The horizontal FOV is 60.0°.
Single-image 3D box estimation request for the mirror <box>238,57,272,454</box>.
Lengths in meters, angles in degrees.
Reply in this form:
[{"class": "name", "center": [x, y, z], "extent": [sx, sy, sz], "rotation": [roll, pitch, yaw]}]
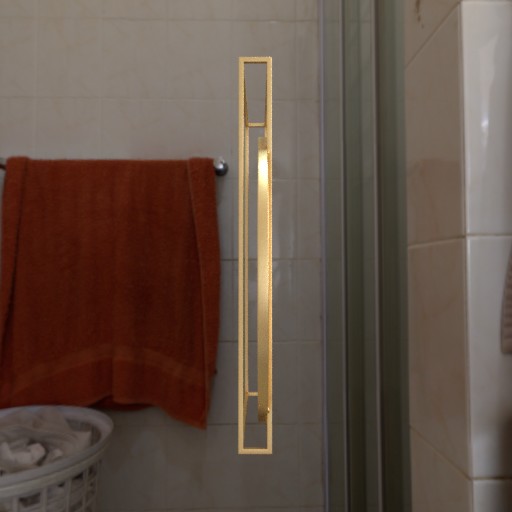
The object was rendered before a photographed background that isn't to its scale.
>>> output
[{"class": "mirror", "center": [0.000, 0.000, 0.830], "extent": [0.051, 0.603, 0.508], "rotation": [0, -2, 0]}]
